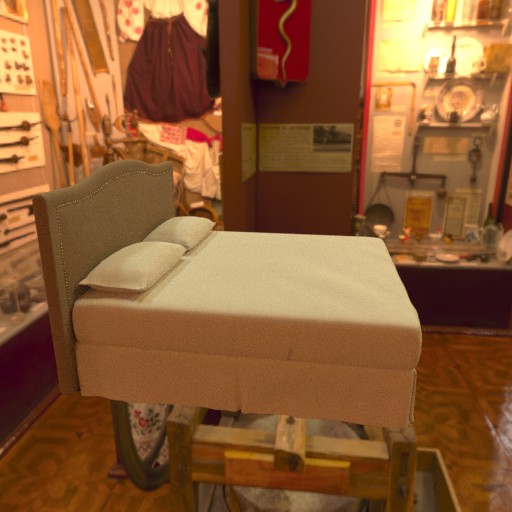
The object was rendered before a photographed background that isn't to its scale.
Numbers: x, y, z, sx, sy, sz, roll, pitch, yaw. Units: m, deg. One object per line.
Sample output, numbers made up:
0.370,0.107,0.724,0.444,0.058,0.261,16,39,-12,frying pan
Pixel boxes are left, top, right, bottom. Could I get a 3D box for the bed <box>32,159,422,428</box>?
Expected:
0.000,0.000,3.420,2.182,1.421,2.083,3,17,9,bed
